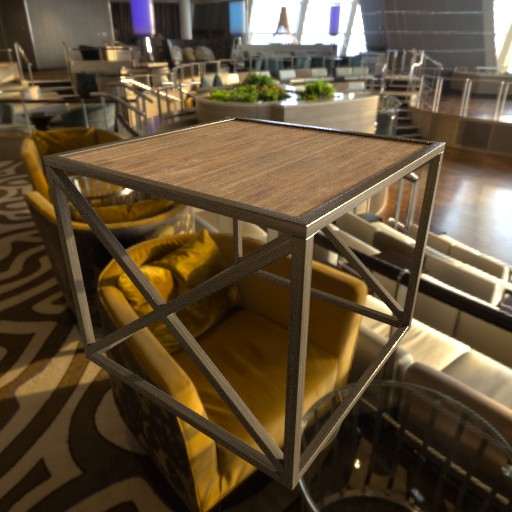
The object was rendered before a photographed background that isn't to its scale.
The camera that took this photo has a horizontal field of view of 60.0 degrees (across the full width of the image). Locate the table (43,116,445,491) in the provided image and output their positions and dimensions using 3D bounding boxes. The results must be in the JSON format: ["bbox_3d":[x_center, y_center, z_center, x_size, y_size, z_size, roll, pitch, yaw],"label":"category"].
[{"bbox_3d":[0.000,0.000,1.054,0.611,0.507,0.609,18,32,32],"label":"table"}]
